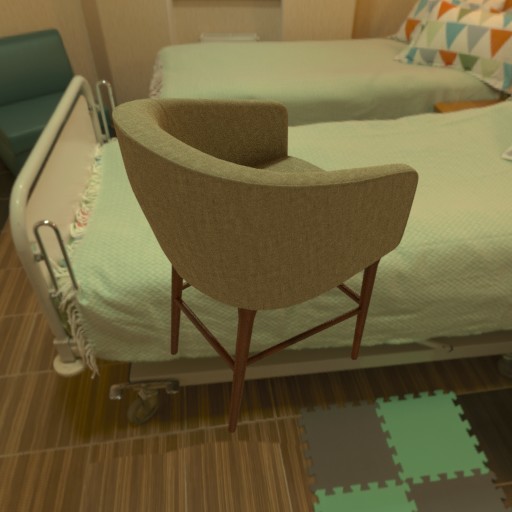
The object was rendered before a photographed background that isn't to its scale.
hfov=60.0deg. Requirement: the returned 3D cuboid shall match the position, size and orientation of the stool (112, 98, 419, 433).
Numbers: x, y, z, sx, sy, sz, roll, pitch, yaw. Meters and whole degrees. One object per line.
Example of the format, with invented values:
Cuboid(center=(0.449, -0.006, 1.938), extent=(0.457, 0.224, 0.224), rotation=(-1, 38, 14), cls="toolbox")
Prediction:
Cuboid(center=(0.000, 0.000, 1.314), extent=(0.635, 0.952, 0.559), rotation=(-26, 47, -27), cls="stool")
